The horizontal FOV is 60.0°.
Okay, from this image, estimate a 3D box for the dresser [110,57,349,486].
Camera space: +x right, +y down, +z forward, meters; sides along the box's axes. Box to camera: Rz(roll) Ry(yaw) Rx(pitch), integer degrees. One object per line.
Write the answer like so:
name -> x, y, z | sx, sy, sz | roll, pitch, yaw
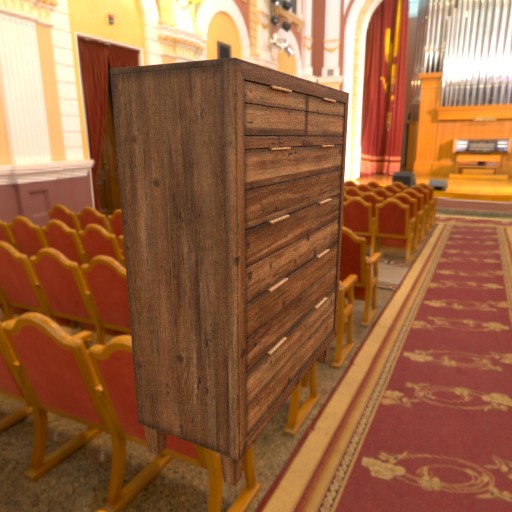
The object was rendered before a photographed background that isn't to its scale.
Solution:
dresser -> 0.000, 0.000, 1.862 | 0.438, 1.359, 1.067 | 8, 17, 26
